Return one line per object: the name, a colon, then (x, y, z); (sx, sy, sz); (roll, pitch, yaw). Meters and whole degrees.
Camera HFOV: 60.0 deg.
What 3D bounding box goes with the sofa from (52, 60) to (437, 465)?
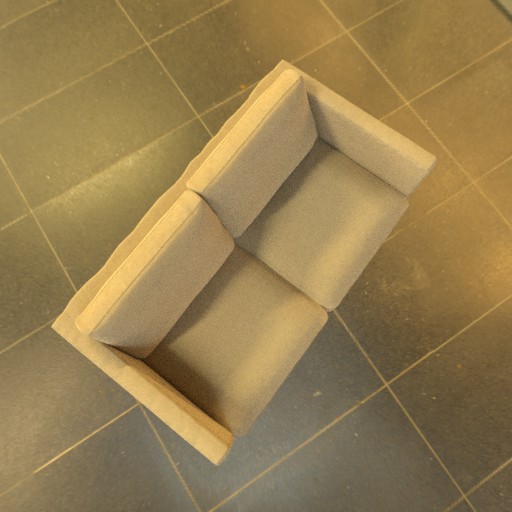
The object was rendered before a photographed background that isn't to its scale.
sofa: (0.000, 0.000, 2.271); (0.962, 0.835, 1.719); (36, 78, 9)
